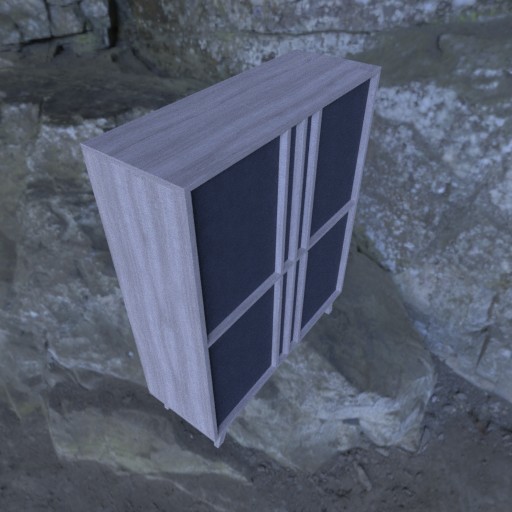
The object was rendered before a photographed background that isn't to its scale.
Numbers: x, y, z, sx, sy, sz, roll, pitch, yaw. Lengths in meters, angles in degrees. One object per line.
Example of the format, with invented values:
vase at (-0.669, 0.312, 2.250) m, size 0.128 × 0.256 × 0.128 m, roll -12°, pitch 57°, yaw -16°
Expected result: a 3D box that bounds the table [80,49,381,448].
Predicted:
table at (0.000, 0.000, 1.935) m, size 0.398 × 1.388 × 1.111 m, roll 26°, pitch 47°, yaw 27°
